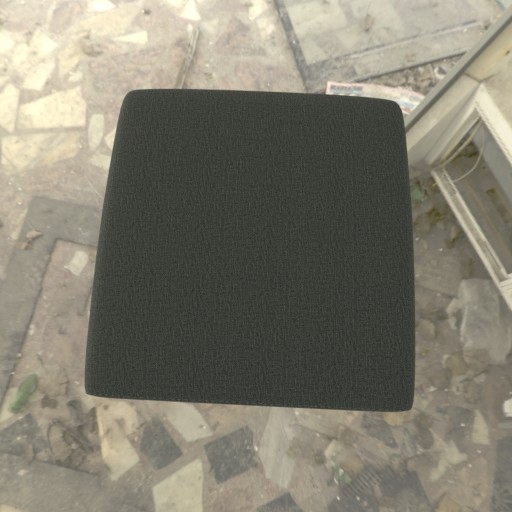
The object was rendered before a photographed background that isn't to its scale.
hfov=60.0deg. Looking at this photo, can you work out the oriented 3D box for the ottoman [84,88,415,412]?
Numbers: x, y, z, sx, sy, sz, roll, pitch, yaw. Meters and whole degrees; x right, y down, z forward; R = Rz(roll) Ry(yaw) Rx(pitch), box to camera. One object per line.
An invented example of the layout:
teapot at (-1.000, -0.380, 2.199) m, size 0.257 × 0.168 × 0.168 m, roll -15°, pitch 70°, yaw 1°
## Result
ottoman at (0.000, 0.000, 1.044) m, size 0.649 × 0.398 × 0.650 m, roll 3°, pitch 76°, yaw 1°
